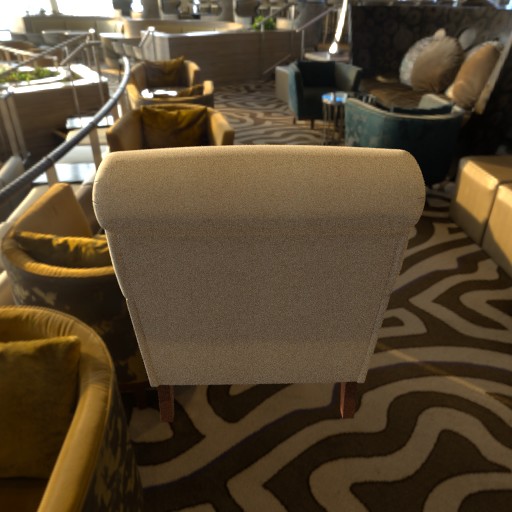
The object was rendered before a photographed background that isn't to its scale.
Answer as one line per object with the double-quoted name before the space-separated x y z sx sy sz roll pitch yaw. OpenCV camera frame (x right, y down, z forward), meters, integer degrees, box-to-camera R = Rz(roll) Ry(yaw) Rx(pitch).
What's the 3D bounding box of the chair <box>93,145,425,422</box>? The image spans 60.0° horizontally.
"chair" 0.000 0.000 1.506 0.766 0.944 0.842 -1 31 -1
